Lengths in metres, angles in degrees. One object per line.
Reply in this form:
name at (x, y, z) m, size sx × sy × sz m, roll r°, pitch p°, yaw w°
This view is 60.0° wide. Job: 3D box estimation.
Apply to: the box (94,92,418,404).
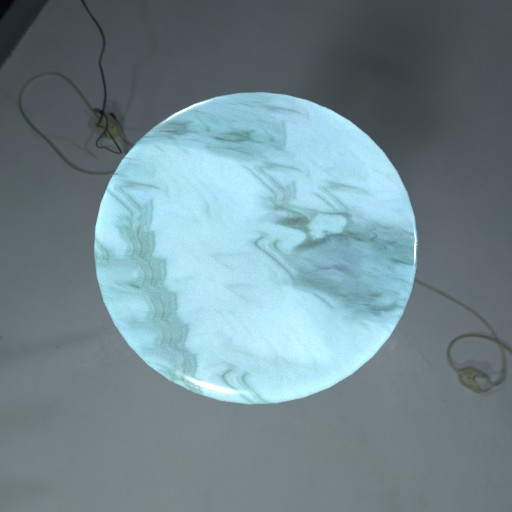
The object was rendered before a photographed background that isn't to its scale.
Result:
box at (0.000, 0.000, 0.164) m, size 0.101 × 0.063 × 0.101 m, roll 0°, pitch 75°, yaw 0°
